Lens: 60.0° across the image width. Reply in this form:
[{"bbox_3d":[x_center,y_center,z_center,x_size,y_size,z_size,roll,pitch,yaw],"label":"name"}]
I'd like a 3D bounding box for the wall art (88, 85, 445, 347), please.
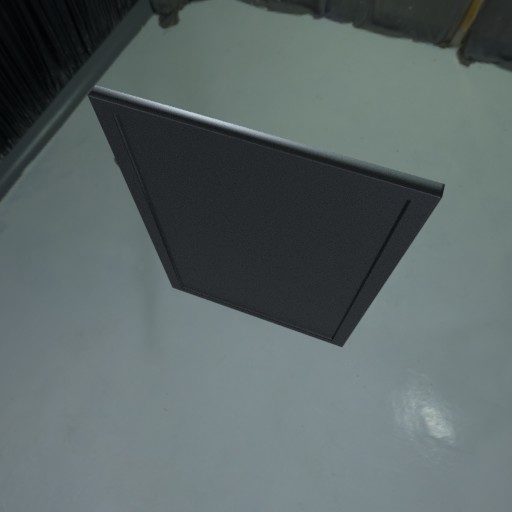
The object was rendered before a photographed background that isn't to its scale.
[{"bbox_3d":[0.000,0.000,0.552,0.303,0.431,0.013,18,65,9],"label":"wall art"}]
